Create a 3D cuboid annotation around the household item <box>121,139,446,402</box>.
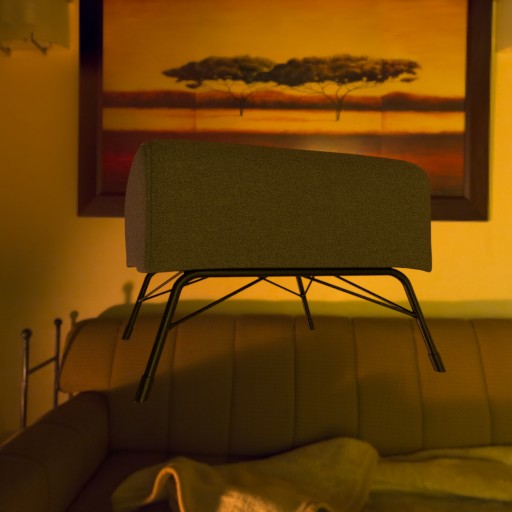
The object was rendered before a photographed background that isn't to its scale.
[{"bbox_3d":[0.000,0.000,0.942,0.530,0.410,0.530,0,-1,-19],"label":"household item"}]
